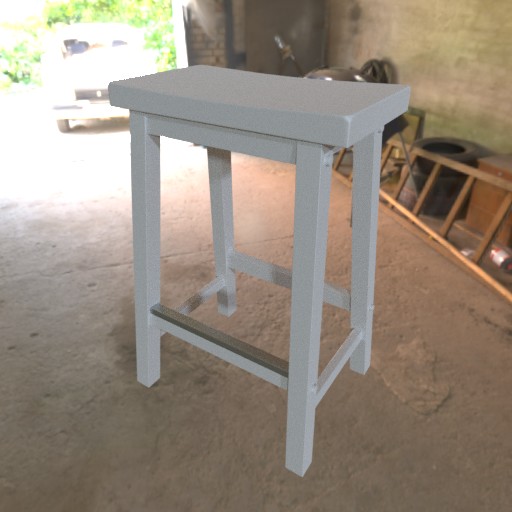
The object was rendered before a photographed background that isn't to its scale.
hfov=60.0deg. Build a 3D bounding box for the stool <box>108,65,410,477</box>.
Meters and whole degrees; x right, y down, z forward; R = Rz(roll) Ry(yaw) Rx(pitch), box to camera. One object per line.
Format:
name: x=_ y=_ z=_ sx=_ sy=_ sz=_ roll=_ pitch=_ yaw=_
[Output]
stool: x=0.000 y=0.000 z=0.828 sx=0.406 sy=0.610 sz=0.322 roll=19 pitch=35 yaw=28
